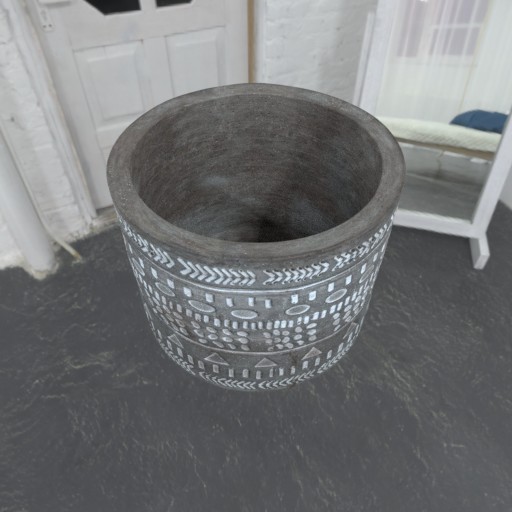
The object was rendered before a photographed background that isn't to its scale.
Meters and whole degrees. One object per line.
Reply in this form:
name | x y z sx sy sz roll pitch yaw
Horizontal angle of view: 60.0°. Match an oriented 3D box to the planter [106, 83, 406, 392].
planter | 0.000 0.000 0.267 0.142 0.149 0.142 0 47 0
